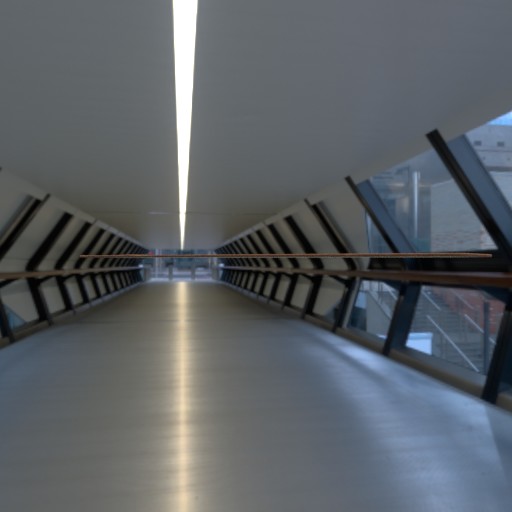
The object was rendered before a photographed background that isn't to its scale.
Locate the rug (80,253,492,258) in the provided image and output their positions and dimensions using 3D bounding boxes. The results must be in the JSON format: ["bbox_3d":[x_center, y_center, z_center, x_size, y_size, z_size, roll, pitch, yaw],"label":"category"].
[{"bbox_3d":[0.000,0.000,2.670,2.439,0.017,0.764,0,0,35],"label":"rug"}]
